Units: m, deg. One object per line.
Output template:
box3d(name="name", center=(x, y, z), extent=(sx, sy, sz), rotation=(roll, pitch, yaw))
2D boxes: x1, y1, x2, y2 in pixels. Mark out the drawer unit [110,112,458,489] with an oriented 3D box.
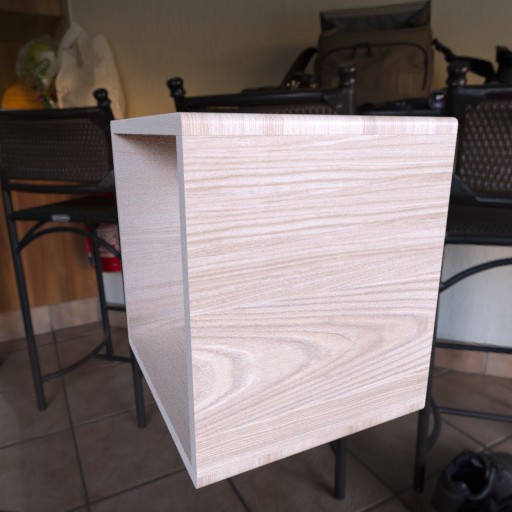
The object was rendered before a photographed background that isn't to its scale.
box3d(name="drawer unit", center=(0.000, 0.000, 0.584), extent=(0.290, 0.344, 0.344), rotation=(-8, 17, -25))
